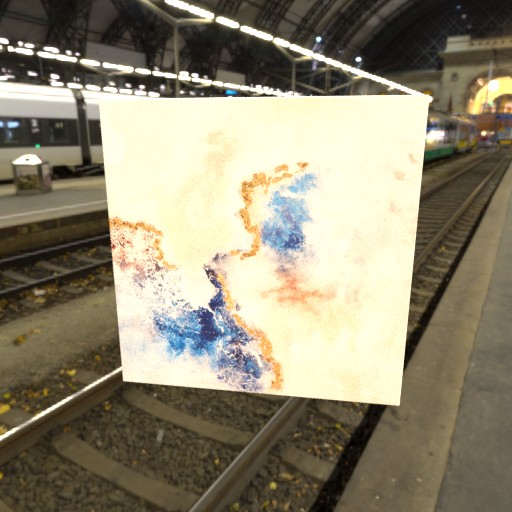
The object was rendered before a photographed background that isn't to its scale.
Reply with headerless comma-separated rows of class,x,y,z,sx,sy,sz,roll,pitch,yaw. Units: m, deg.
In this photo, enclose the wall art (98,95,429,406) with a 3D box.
wall art,0.000,0.000,1.576,1.061,1.061,0.071,2,15,9
